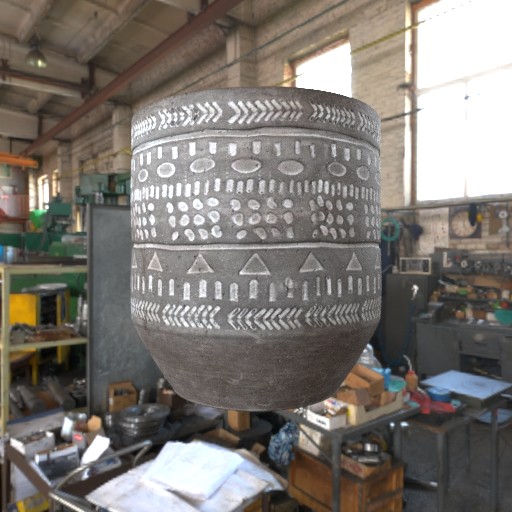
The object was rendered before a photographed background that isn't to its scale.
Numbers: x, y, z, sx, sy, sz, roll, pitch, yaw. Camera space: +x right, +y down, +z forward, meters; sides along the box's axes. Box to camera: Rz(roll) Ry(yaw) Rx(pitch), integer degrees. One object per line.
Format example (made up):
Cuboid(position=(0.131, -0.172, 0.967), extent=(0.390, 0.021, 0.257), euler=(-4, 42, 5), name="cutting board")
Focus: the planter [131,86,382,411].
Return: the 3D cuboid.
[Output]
Cuboid(position=(0.000, 0.000, 0.223), extent=(0.122, 0.128, 0.122), euler=(0, 1, 0), name="planter")
